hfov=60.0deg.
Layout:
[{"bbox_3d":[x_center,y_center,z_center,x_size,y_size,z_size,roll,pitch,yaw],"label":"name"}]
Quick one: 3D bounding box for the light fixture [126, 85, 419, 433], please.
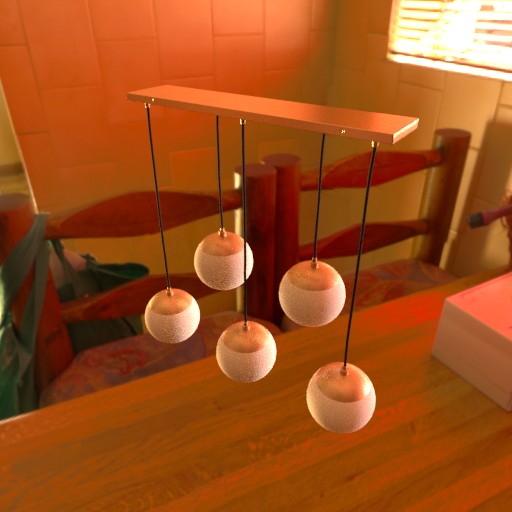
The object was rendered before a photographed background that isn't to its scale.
[{"bbox_3d":[0.000,0.000,1.315,0.863,0.869,0.299,19,35,29],"label":"light fixture"}]
